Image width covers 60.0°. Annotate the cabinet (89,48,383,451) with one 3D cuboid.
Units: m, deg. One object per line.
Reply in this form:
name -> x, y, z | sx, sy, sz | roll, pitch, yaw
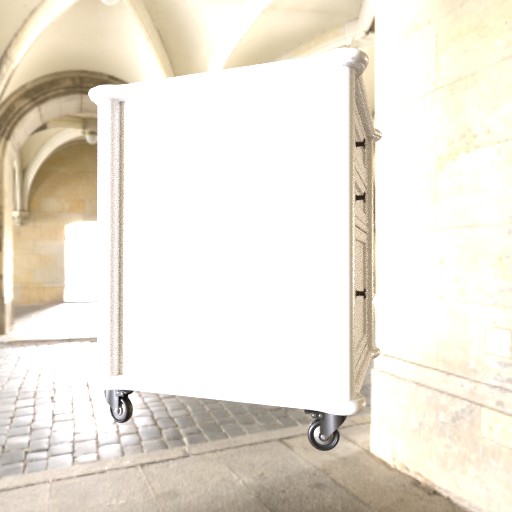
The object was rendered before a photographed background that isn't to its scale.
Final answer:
cabinet -> 0.000, 0.000, 1.183 | 0.627, 0.761, 0.628 | 0, -1, 19
